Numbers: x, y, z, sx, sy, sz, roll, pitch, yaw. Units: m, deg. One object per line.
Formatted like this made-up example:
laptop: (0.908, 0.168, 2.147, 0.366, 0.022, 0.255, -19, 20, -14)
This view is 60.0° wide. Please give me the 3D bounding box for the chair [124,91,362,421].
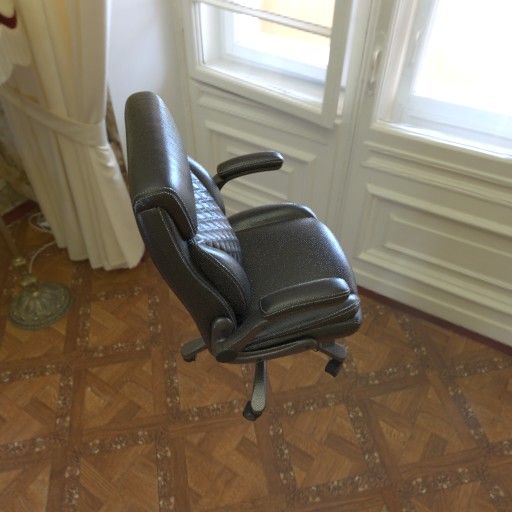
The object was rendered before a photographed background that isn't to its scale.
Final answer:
chair: (0.000, 0.000, 1.611, 0.724, 1.110, 0.782, -10, 46, -9)
